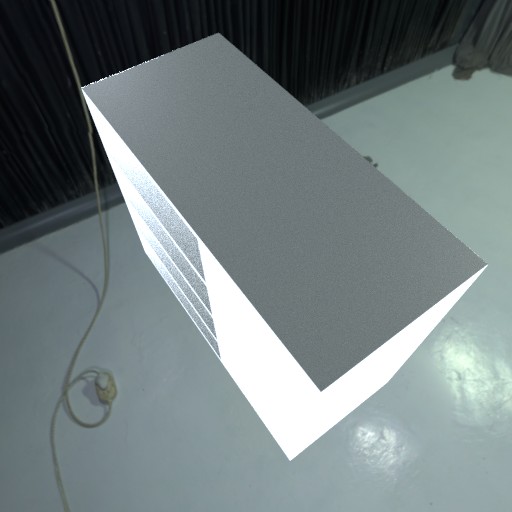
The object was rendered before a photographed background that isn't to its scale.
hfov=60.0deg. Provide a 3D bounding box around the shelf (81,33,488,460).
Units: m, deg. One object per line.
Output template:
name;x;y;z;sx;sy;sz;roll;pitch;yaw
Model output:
shelf;0.000;0.000;1.246;0.396;0.732;0.895;-31;63;-18
